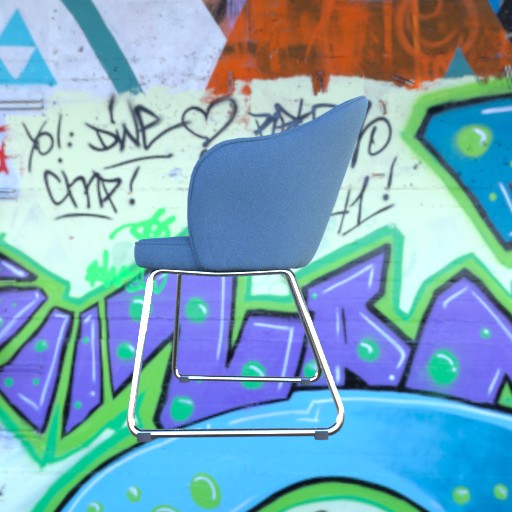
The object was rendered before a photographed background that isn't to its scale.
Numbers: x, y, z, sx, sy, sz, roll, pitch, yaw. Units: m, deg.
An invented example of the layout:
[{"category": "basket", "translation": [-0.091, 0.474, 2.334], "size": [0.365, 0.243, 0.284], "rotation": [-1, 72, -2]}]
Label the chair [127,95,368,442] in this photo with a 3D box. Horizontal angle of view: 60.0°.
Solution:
[{"category": "chair", "translation": [0.000, 0.000, 1.208], "size": [0.585, 0.815, 0.570], "rotation": [0, 0, 2]}]
